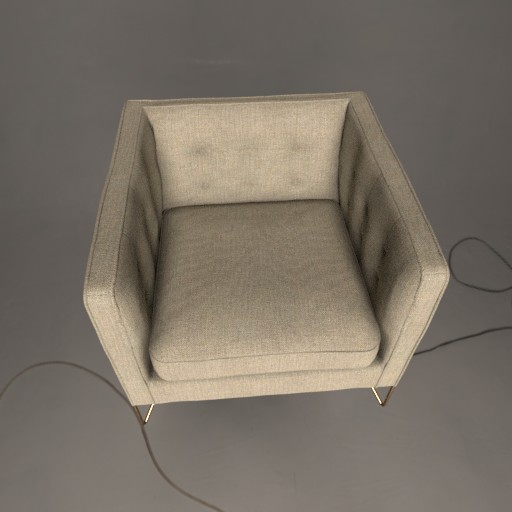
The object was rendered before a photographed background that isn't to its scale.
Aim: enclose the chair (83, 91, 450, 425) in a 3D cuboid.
[{"bbox_3d":[0.000,0.000,1.620,0.920,0.799,0.912,-3,47,-3],"label":"chair"}]
